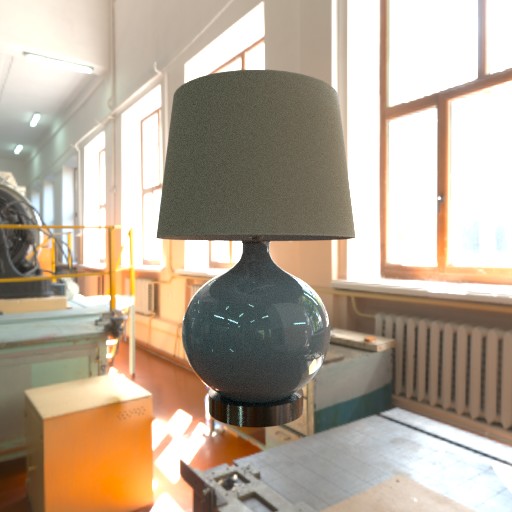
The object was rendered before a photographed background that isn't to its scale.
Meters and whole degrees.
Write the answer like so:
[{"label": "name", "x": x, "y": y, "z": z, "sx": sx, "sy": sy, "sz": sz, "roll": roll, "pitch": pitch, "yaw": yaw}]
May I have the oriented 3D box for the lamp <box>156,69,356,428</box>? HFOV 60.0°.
[{"label": "lamp", "x": 0.000, "y": 0.000, "z": 0.560, "sx": 0.247, "sy": 0.387, "sz": 0.247, "roll": 0, "pitch": 0, "yaw": 0}]
